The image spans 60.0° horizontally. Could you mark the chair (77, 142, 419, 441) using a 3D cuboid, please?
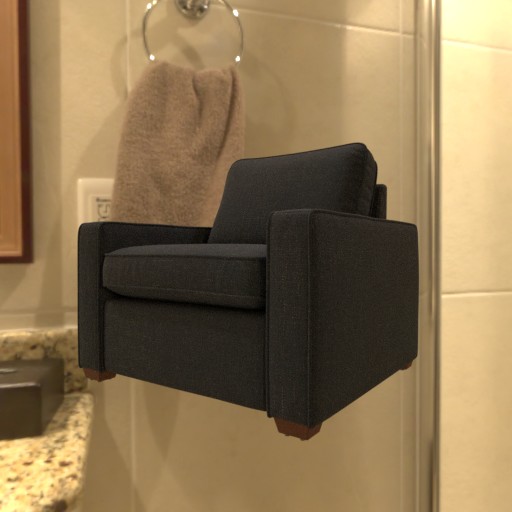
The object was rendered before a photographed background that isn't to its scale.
[{"bbox_3d":[0.000,0.000,1.729,1.017,0.919,0.940,1,1,36],"label":"chair"}]
